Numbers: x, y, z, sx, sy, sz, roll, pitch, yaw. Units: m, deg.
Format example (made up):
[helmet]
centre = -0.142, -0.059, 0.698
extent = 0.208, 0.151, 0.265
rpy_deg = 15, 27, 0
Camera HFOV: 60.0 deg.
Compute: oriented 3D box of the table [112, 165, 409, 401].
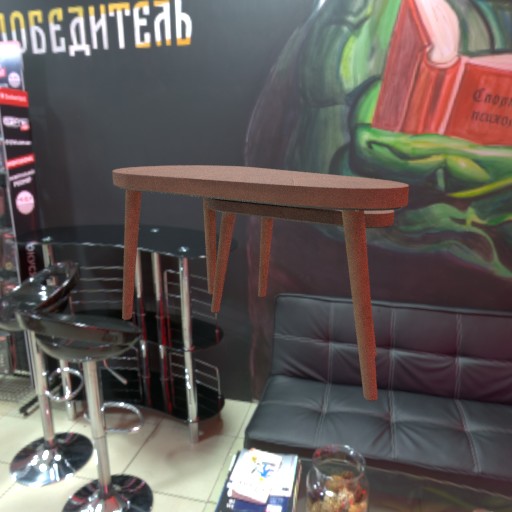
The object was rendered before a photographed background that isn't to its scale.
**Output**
[table]
centre = 0.000, 0.000, 1.606
extent = 0.701, 0.595, 1.190
rpy_deg = -14, 20, -42
